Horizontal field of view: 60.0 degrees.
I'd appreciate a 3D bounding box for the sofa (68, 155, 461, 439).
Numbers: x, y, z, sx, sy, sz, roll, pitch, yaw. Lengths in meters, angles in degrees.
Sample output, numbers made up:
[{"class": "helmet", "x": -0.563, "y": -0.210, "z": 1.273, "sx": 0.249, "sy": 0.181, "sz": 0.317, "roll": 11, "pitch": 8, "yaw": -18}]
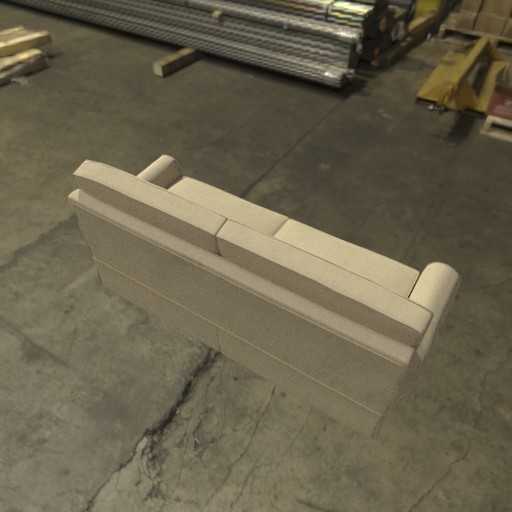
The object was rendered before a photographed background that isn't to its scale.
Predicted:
[{"class": "sofa", "x": 0.000, "y": 0.000, "z": 2.732, "sx": 2.246, "sy": 1.014, "sz": 0.900, "roll": 25, "pitch": 51, "yaw": 22}]
